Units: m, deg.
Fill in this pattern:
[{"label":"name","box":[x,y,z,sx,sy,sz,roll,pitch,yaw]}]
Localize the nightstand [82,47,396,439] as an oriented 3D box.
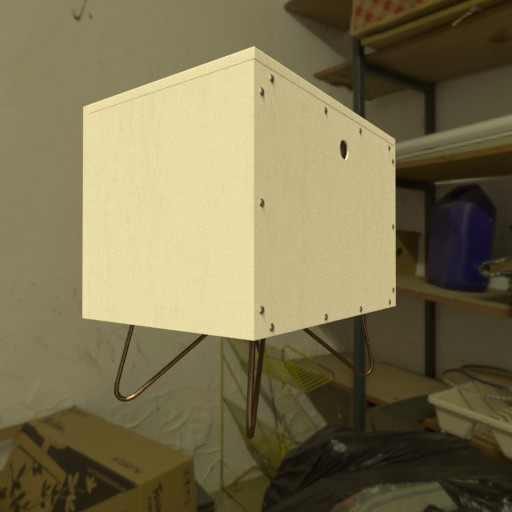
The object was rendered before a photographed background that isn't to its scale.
[{"label":"nightstand","box":[0.000,0.000,1.021,0.447,0.604,0.614,0,-1,36]}]
